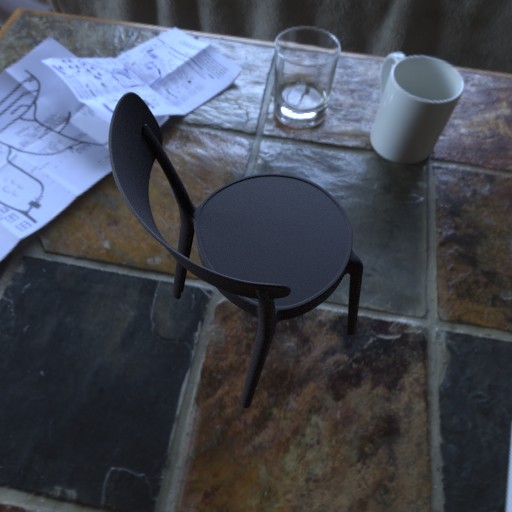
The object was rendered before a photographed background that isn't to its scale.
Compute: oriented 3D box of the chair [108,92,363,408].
[{"bbox_3d":[0.000,0.000,1.115,0.491,0.790,0.506,-30,64,-16],"label":"chair"}]
